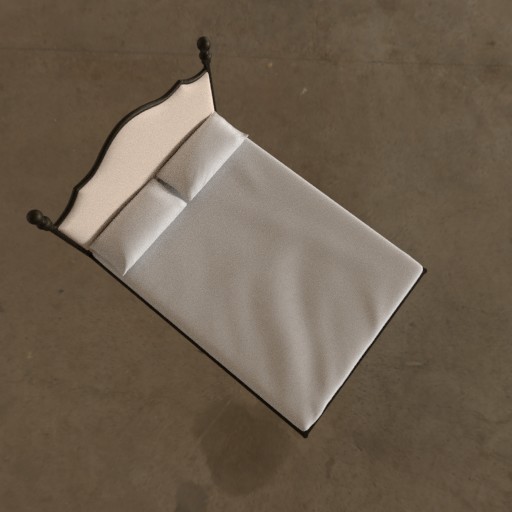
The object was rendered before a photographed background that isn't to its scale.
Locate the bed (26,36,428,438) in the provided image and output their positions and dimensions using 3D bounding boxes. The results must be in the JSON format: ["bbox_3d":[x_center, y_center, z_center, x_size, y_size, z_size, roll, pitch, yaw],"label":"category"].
[{"bbox_3d":[0.000,0.000,3.299,2.224,1.499,1.642,38,79,9],"label":"bed"}]
